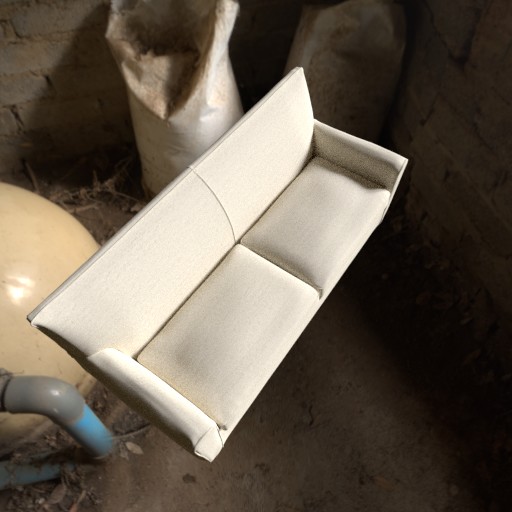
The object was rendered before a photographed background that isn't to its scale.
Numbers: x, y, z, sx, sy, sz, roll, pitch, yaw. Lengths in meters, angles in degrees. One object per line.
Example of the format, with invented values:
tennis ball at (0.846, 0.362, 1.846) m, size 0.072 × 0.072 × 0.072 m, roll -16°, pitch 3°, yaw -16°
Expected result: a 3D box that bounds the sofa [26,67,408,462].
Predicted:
sofa at (0.000, 0.000, 2.429) m, size 0.841 × 0.907 × 2.001 m, roll 31°, pitch 63°, yaw 18°
